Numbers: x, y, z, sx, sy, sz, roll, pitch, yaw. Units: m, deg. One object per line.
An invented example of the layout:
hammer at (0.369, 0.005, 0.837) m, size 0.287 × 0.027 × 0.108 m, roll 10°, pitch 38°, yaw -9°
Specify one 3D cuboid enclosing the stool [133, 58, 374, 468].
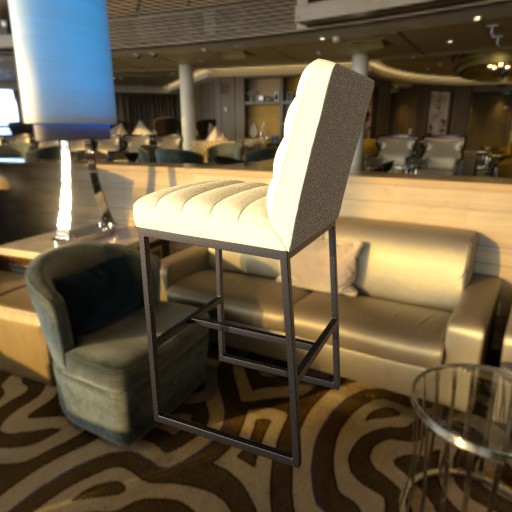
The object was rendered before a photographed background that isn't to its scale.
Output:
stool at (0.000, 0.000, 1.351) m, size 0.560 × 1.040 × 0.460 m, roll 7°, pitch 18°, yaw 24°
